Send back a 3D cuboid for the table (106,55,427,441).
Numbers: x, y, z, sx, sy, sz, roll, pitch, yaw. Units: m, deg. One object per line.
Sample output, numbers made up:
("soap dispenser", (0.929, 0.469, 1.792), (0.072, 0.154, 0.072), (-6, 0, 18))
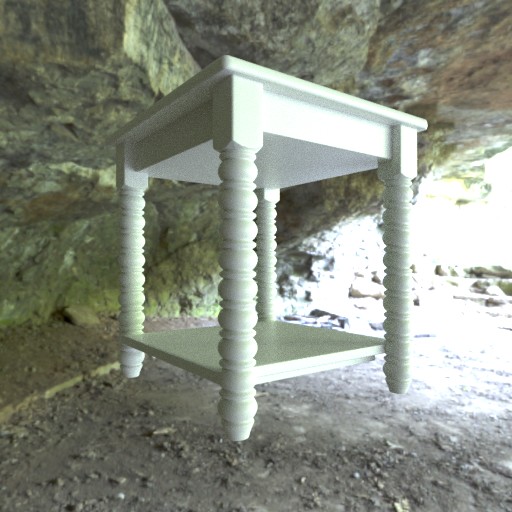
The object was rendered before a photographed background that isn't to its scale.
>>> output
("table", (0.000, 0.000, 0.982), (0.500, 0.563, 0.533), (1, -1, -36))
